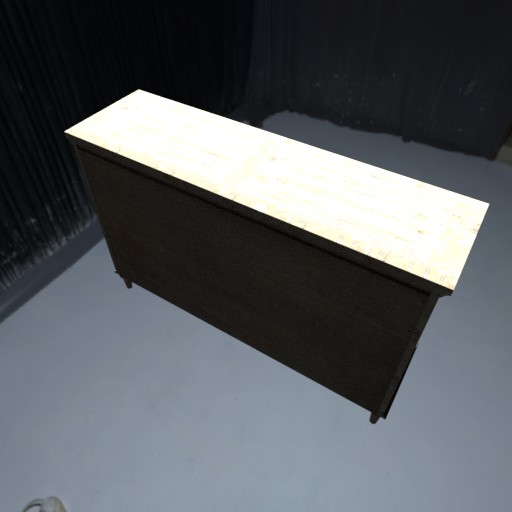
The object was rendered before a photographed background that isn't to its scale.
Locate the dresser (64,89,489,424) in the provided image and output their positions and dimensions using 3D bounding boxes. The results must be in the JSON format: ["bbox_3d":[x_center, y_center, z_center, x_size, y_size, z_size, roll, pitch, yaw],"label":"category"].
[{"bbox_3d":[0.000,0.000,2.070,1.626,1.016,0.457,24,51,22],"label":"dresser"}]
